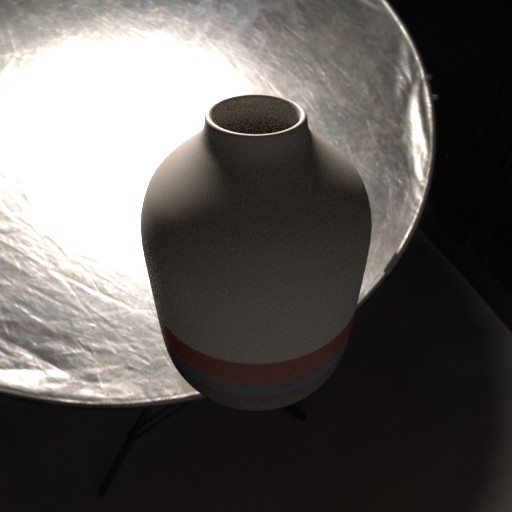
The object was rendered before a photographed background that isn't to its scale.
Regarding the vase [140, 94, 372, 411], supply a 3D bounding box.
[{"bbox_3d":[0.000,0.000,0.353,0.169,0.237,0.169,0,41,0],"label":"vase"}]
